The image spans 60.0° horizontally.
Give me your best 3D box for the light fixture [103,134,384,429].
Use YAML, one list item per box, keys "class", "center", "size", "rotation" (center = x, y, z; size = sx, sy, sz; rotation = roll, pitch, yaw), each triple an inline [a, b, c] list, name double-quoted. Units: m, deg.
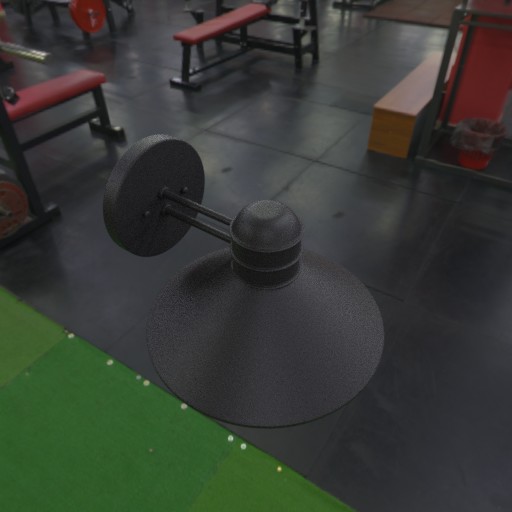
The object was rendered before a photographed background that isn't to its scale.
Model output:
- class: "light fixture"
  center: [0.000, 0.000, 0.679]
  size: [0.434, 0.265, 0.396]
  rotation: [25, 46, 26]
